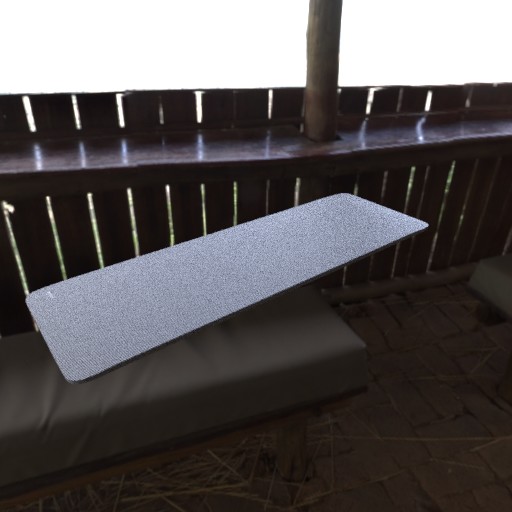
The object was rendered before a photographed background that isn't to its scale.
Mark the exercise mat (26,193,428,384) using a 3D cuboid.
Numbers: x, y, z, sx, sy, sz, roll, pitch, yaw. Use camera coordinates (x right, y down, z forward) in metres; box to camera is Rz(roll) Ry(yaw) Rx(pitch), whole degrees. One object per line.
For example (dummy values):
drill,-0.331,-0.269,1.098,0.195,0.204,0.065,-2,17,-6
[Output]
exercise mat,0.000,0.000,2.050,1.884,0.021,0.616,-20,35,-32
